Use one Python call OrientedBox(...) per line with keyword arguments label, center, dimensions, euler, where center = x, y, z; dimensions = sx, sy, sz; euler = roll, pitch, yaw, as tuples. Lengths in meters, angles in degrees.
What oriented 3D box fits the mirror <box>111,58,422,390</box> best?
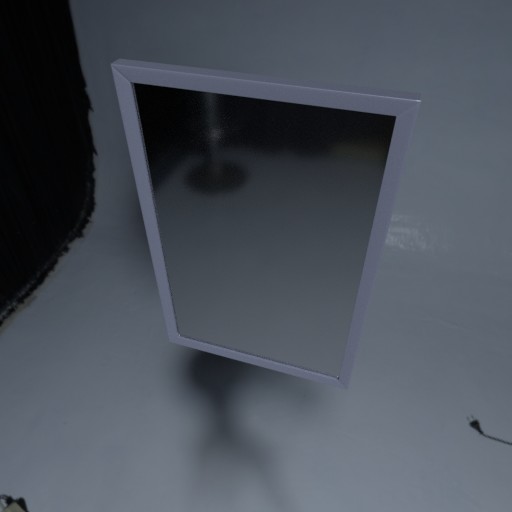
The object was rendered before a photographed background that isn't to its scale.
OrientedBox(label="mirror", center=(0.000, 0.000, 1.150), dimensions=(0.609, 0.915, 0.040), euler=(12, 43, 13))
